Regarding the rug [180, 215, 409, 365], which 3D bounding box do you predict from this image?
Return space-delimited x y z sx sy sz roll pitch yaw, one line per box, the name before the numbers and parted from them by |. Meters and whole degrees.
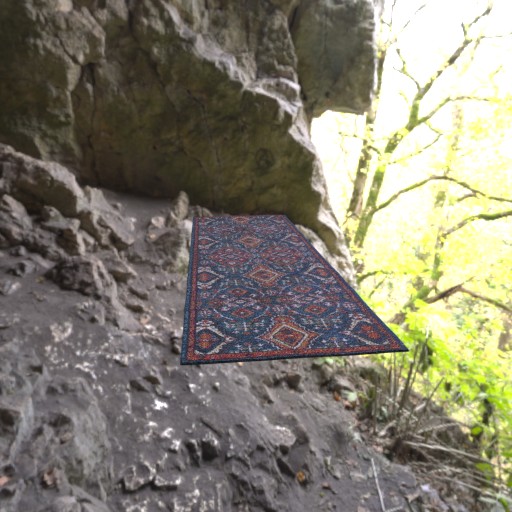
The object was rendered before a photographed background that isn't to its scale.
rug | 0.000 0.000 2.674 0.801 0.010 2.459 -2 17 -6
